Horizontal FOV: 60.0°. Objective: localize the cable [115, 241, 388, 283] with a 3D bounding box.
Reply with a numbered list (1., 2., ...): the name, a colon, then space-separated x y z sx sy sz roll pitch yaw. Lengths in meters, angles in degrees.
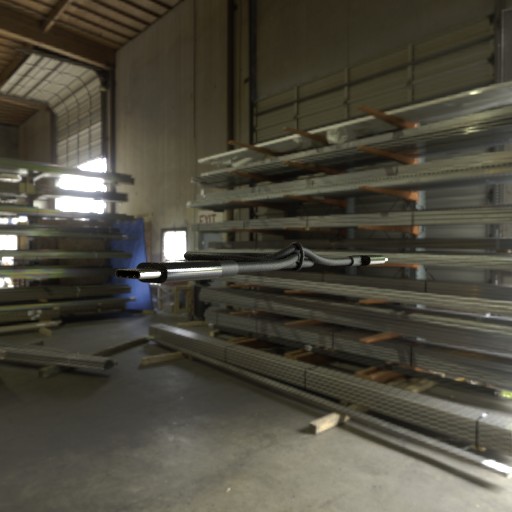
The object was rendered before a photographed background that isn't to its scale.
1. cable: 0.000 0.000 0.226 0.070 0.014 0.203 1 1 35
